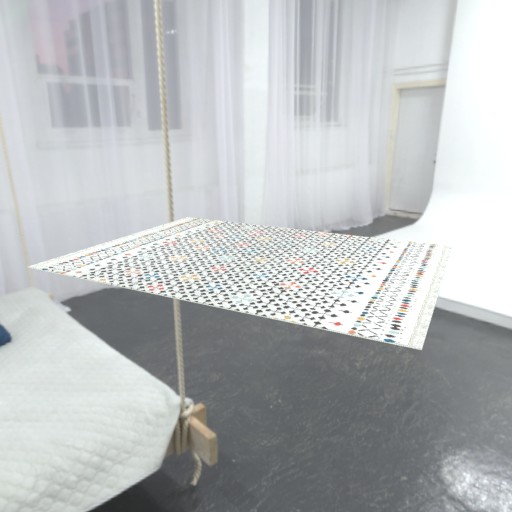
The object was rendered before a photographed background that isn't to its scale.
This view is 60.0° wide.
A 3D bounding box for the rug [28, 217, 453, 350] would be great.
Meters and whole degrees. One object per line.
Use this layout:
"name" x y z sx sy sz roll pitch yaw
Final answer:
"rug" 0.000 0.000 4.093 3.196 0.007 2.354 8 19 26
